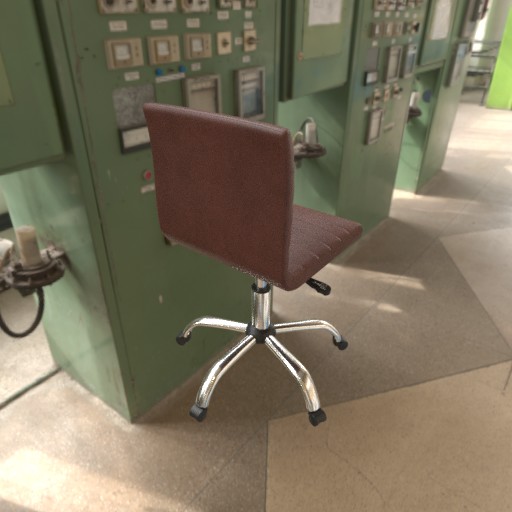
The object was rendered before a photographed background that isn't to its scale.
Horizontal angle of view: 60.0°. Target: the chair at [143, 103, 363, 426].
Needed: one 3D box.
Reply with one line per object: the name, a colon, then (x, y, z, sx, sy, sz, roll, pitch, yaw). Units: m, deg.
chair: (0.000, 0.000, 1.163, 0.556, 0.780, 0.530, 22, 36, 33)
